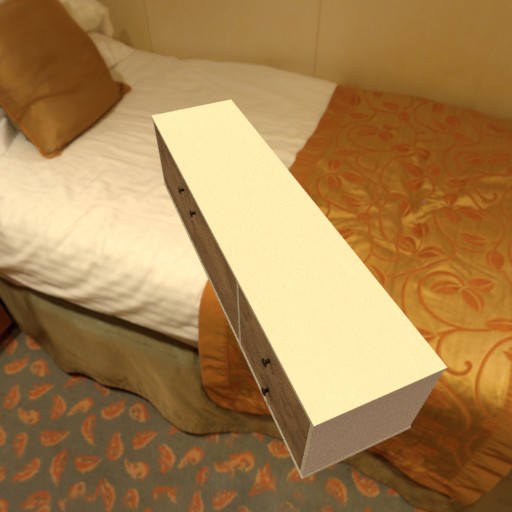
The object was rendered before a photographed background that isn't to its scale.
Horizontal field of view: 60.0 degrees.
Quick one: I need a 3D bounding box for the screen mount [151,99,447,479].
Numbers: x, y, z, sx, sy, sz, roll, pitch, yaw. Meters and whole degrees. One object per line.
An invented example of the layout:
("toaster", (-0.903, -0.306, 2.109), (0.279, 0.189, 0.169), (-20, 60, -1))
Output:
("screen mount", (0.000, 0.000, 1.811), (0.418, 0.520, 1.600), (-17, 49, -16))
